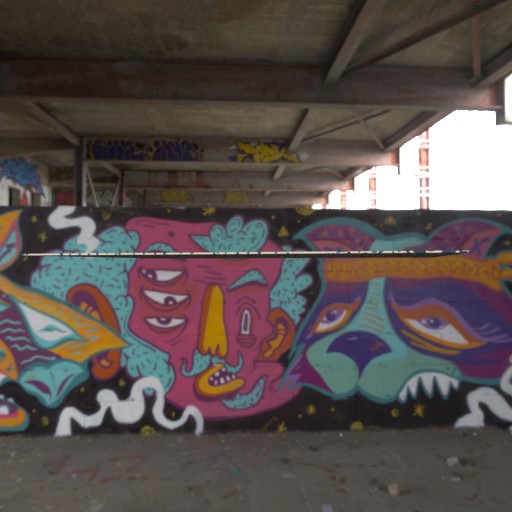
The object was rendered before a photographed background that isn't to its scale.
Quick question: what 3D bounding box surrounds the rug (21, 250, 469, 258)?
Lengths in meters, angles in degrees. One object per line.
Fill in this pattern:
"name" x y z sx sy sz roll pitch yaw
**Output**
"rug" 0.000 0.000 2.300 1.828 0.007 1.220 0 -1 17
